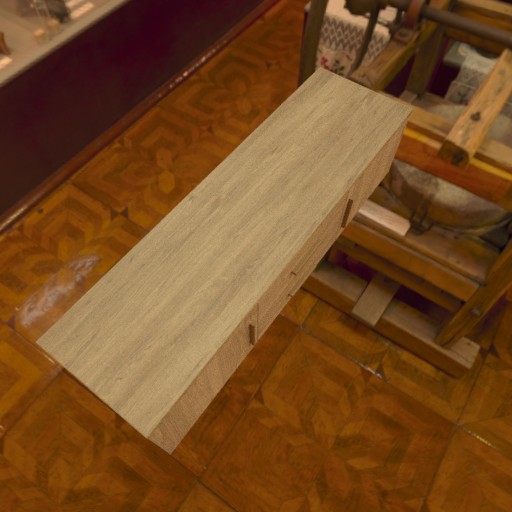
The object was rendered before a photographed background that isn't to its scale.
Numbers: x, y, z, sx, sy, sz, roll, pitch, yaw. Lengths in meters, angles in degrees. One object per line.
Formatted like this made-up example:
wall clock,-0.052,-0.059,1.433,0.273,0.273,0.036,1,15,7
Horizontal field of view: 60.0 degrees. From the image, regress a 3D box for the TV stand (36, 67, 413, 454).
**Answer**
TV stand,0.000,0.000,1.549,0.401,0.565,1.313,32,65,18
